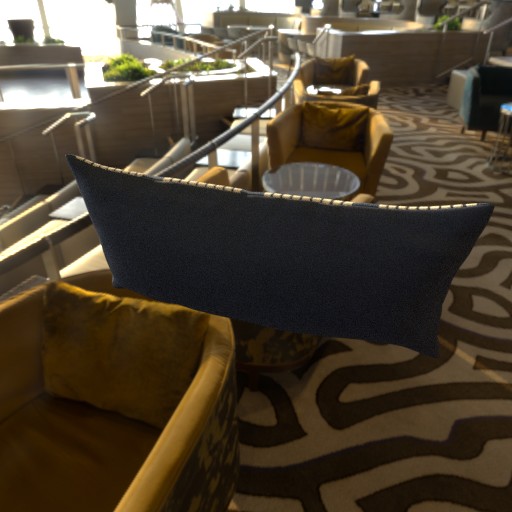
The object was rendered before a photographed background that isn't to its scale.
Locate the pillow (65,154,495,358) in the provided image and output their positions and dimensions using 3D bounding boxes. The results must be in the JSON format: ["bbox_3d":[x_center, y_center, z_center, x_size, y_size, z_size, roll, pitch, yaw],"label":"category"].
[{"bbox_3d":[0.000,0.000,0.699,0.608,0.292,0.156,10,33,16],"label":"pillow"}]
